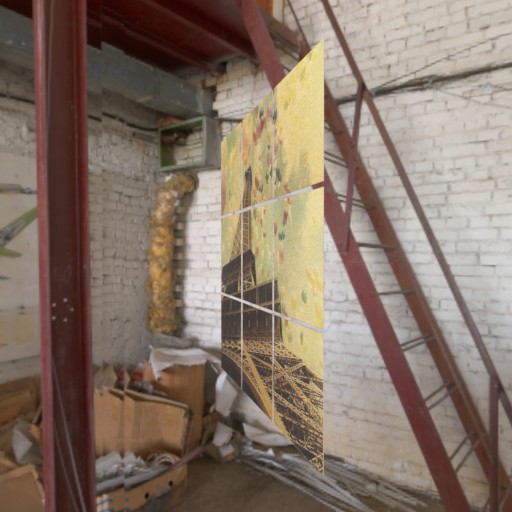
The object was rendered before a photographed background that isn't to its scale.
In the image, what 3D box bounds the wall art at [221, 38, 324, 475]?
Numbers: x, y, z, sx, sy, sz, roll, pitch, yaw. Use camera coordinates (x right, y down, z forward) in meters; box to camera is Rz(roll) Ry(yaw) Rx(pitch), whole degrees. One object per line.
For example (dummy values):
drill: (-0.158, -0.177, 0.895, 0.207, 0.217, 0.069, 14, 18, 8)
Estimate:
wall art: (0.000, 0.000, 2.245, 0.002, 1.505, 1.517, 0, 0, -18)
